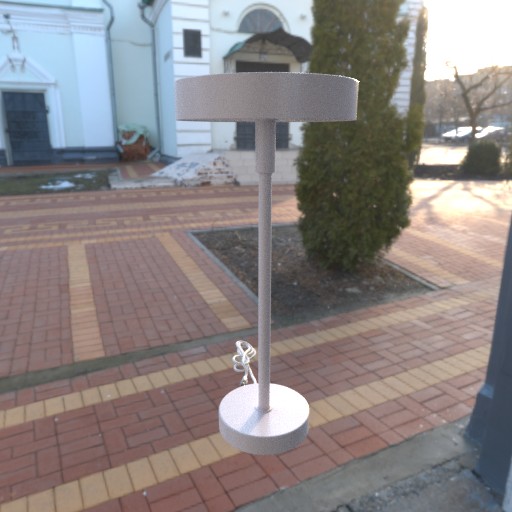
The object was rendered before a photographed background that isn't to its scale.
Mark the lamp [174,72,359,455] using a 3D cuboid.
[{"bbox_3d":[0.000,0.000,0.692,0.229,0.508,0.369,-3,16,-10],"label":"lamp"}]
